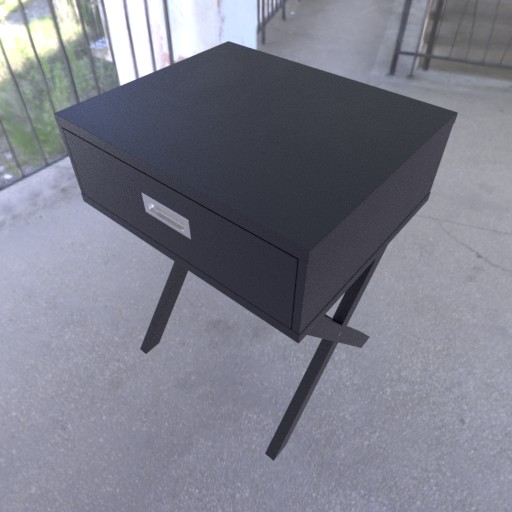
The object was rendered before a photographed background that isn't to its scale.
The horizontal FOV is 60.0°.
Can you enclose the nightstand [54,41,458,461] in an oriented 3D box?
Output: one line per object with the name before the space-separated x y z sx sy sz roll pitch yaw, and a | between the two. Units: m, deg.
nightstand | 0.000 0.000 0.902 0.479 0.623 0.402 30 52 27
